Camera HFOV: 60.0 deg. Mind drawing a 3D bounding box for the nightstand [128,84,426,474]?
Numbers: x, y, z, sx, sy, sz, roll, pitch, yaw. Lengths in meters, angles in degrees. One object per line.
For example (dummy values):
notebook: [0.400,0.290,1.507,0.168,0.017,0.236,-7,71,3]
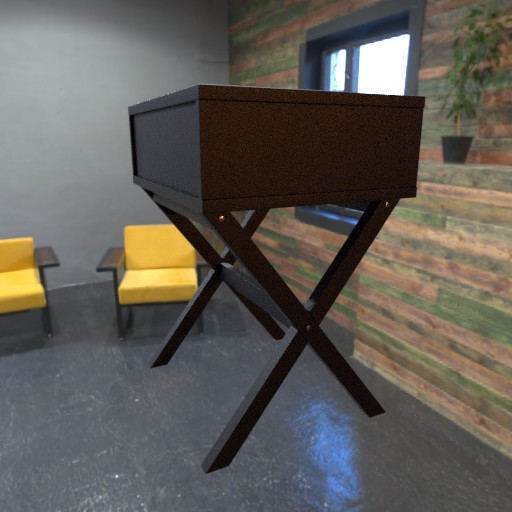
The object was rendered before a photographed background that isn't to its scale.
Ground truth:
nightstand: [0.000,0.000,0.947,0.402,0.623,0.479,-7,16,-25]
